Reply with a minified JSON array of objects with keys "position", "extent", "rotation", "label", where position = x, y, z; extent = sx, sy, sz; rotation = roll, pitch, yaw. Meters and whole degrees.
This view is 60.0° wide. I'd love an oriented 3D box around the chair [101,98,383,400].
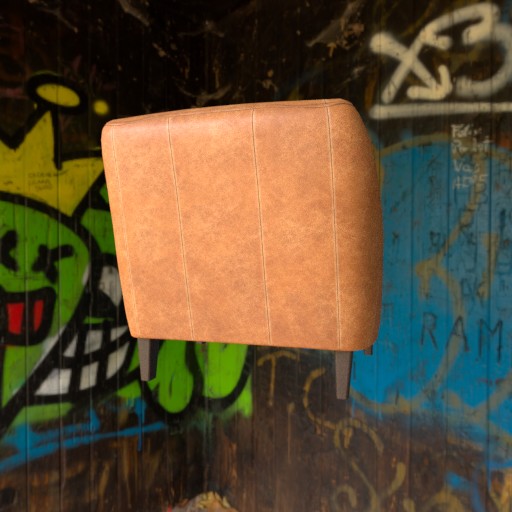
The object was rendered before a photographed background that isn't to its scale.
[{"position":[0.000,0.000,1.884],"extent":[1.037,0.980,1.034],"rotation":[0,1,16],"label":"chair"}]
